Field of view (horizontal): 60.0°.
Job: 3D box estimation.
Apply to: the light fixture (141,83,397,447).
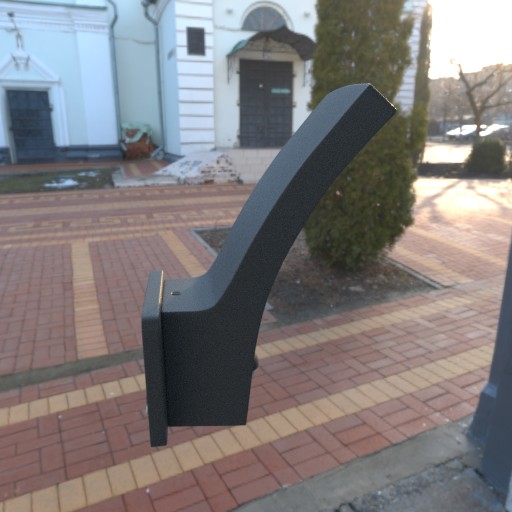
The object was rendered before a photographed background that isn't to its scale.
[{"bbox_3d":[0.000,0.000,0.335,0.174,0.243,0.108,-3,16,-9],"label":"light fixture"}]
